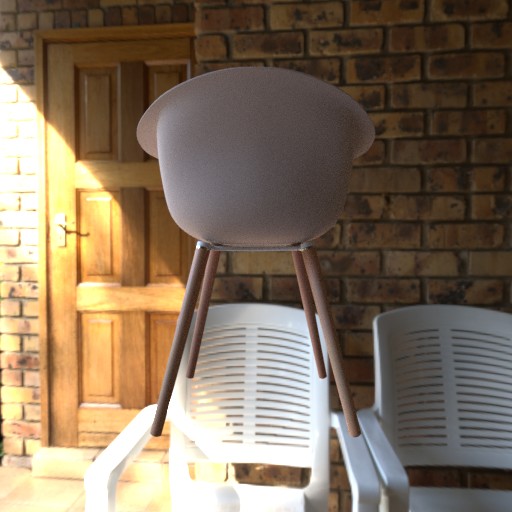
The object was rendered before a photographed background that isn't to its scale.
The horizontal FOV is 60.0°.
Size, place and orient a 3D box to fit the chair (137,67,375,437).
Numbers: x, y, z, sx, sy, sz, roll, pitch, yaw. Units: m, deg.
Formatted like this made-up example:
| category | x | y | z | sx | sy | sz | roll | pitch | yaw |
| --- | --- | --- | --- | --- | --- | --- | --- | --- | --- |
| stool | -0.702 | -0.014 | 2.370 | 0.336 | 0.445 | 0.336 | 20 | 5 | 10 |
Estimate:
| category | x | y | z | sx | sy | sz | roll | pitch | yaw |
| --- | --- | --- | --- | --- | --- | --- | --- | --- | --- |
| chair | 0.000 | 0.000 | 1.157 | 0.593 | 0.781 | 0.504 | 0 | 2 | 0 |
